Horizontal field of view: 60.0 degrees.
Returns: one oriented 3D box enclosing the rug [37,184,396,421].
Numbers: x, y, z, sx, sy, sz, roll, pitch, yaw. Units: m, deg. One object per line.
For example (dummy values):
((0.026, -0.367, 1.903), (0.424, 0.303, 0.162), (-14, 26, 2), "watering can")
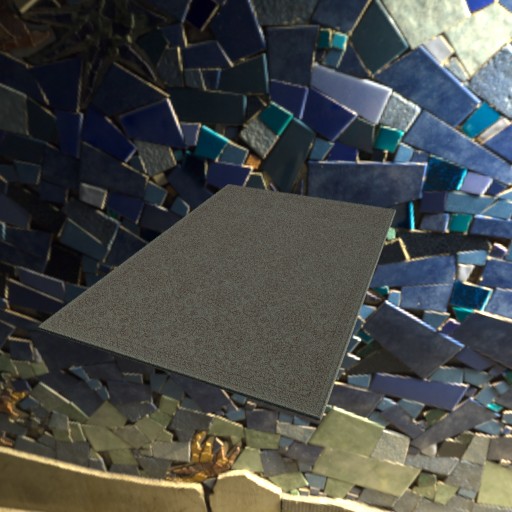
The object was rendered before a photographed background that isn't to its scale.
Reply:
((0.000, 0.000, 2.368), (1.219, 0.010, 1.829), (12, 32, 20), "rug")
